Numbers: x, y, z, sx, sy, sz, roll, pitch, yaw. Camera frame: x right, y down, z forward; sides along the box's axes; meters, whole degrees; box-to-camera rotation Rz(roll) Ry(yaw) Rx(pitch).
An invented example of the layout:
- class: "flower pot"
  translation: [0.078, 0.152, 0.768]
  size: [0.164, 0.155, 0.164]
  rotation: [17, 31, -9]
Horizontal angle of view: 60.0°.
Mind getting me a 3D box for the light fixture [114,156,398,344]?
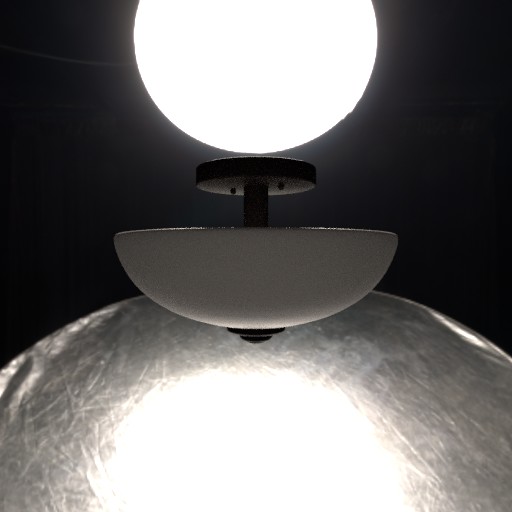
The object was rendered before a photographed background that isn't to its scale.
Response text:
- class: "light fixture"
  translation: [0.000, 0.000, 0.542]
  size: [0.331, 0.212, 0.331]
  rotation: [0, 0, 0]
